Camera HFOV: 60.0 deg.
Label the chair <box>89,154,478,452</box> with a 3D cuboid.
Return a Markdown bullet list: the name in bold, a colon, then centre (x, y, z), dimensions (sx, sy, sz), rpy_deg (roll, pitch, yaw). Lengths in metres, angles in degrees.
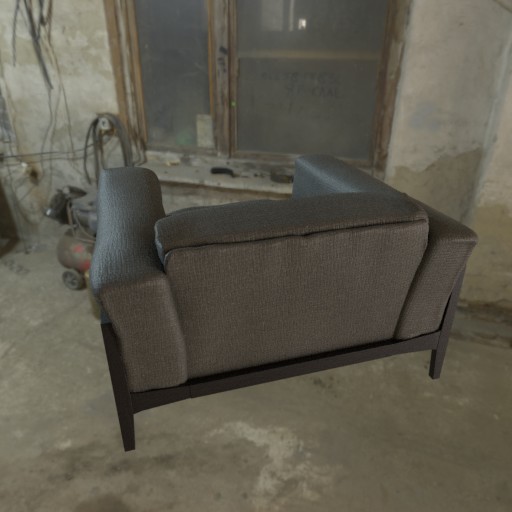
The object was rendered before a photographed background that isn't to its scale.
- **chair**: centre (0.000, 0.000, 1.605), dimensions (1.056, 0.646, 0.969), rpy_deg (-8, 28, -15)
